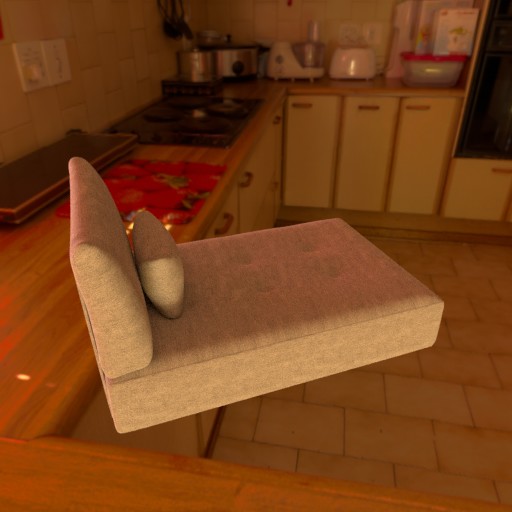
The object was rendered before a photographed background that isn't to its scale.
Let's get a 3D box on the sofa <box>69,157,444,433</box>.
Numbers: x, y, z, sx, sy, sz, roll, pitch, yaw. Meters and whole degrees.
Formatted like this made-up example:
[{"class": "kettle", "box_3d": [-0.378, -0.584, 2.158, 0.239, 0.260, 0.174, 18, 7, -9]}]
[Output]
[{"class": "sofa", "box_3d": [0.000, 0.000, 1.999, 1.450, 0.820, 0.930, -10, 32, -17]}]
